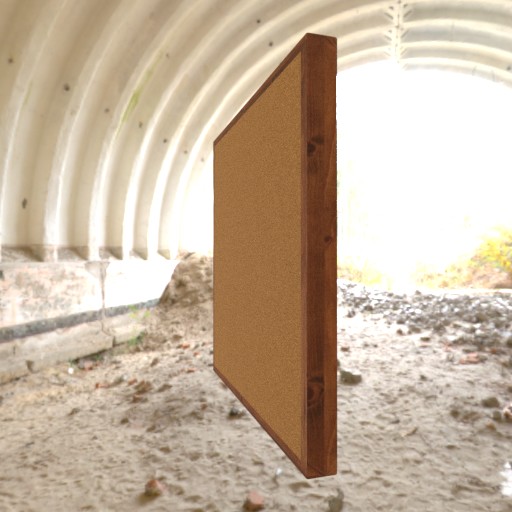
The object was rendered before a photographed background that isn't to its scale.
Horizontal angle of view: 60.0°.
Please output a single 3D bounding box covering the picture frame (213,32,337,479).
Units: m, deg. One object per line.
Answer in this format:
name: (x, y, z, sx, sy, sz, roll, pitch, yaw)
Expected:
picture frame: (0.000, 0.000, 0.523, 0.028, 0.356, 0.352, 0, 0, -18)
